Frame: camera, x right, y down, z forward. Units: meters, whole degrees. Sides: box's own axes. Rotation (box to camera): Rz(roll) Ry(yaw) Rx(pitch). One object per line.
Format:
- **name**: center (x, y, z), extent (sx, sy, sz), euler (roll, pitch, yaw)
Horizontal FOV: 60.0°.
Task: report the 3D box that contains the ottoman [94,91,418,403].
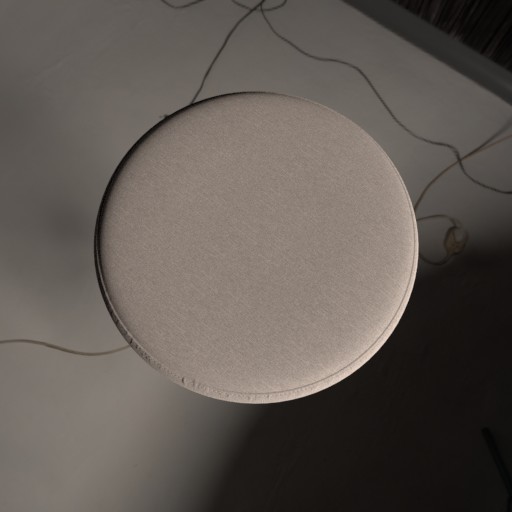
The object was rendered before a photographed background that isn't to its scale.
- **ottoman**: center (0.000, 0.000, 0.982), extent (0.608, 0.433, 0.608), euler (0, 74, 0)
